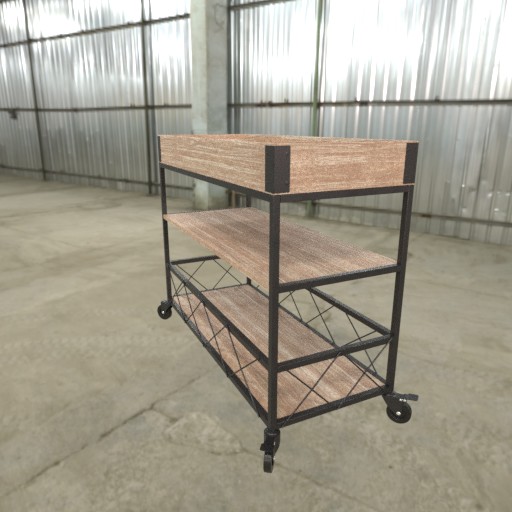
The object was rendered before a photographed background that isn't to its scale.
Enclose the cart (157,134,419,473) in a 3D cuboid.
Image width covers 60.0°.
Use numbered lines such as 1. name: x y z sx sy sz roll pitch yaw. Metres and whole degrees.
1. cart: 0.000 0.000 1.521 0.500 0.787 1.101 -8 18 -25
